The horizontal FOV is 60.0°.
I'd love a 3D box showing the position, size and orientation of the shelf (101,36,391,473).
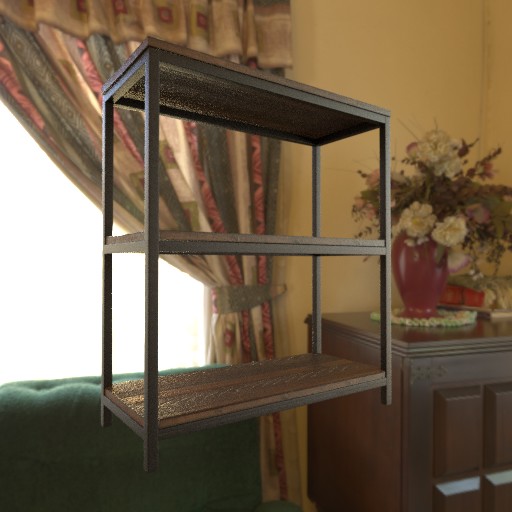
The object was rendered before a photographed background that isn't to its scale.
[{"bbox_3d":[0.000,0.000,1.338,0.822,0.947,0.352,1,-1,-35],"label":"shelf"}]
